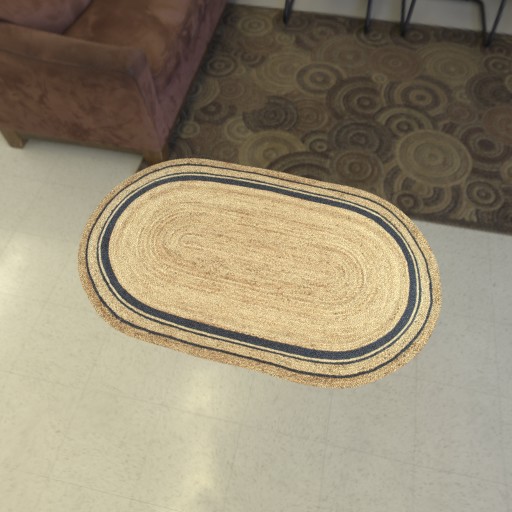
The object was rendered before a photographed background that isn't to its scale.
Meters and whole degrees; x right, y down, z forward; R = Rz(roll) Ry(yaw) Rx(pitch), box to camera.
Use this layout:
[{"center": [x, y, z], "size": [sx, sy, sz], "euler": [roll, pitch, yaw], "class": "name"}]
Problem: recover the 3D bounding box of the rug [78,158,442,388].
[{"center": [0.000, 0.000, 2.968], "size": [2.432, 0.006, 1.520], "euler": [13, 60, 8], "class": "rug"}]
